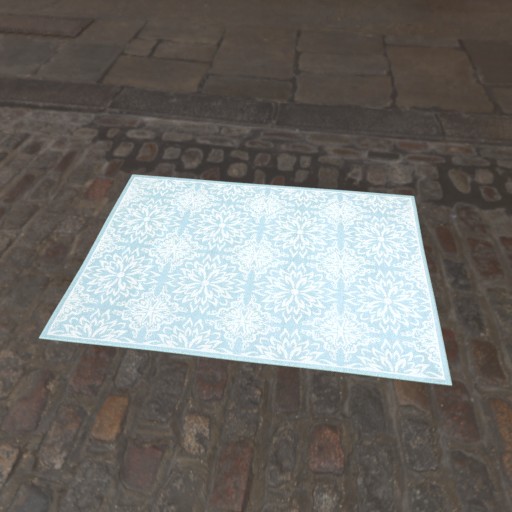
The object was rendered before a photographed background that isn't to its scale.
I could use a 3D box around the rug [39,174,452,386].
[{"bbox_3d":[0.000,0.000,2.897,2.205,0.014,1.589,5,45,5],"label":"rug"}]
